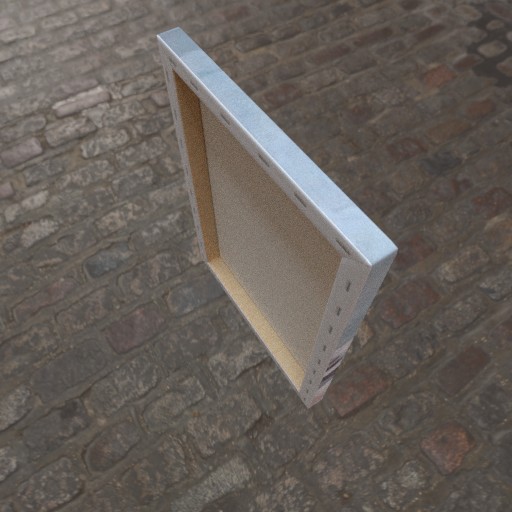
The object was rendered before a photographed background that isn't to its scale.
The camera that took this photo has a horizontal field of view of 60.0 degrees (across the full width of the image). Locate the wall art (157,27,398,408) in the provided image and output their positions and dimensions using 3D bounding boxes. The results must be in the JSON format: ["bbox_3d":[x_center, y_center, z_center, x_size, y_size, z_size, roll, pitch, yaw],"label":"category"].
[{"bbox_3d":[0.000,0.000,0.791,0.037,0.613,0.455,-30,63,-17],"label":"wall art"}]
